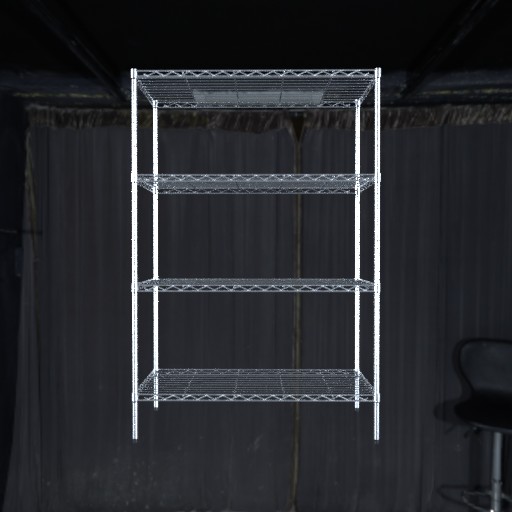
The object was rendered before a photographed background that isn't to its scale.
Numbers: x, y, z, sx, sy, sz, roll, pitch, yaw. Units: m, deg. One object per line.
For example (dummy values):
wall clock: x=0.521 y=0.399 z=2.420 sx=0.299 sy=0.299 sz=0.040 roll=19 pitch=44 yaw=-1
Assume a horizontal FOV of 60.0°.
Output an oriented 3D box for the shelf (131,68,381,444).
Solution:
shelf: x=0.000 y=0.000 z=1.778 sx=0.907 sy=1.360 sz=0.352 roll=0 pitch=1 yaw=1
